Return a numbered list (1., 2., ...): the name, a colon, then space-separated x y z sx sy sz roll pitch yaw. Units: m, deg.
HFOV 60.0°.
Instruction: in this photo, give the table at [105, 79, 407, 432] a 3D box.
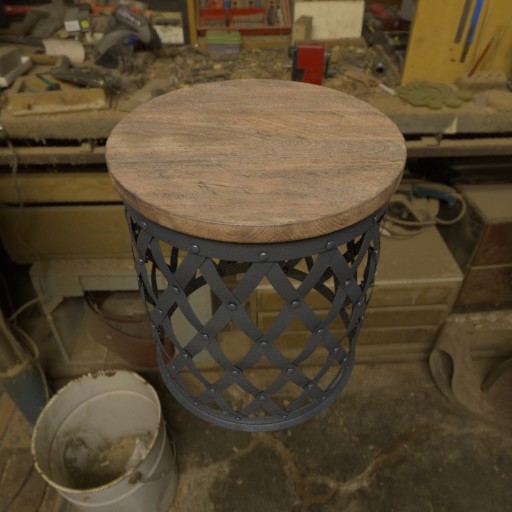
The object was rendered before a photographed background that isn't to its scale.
1. table: 0.000 0.000 0.763 0.405 0.454 0.405 0 42 0
